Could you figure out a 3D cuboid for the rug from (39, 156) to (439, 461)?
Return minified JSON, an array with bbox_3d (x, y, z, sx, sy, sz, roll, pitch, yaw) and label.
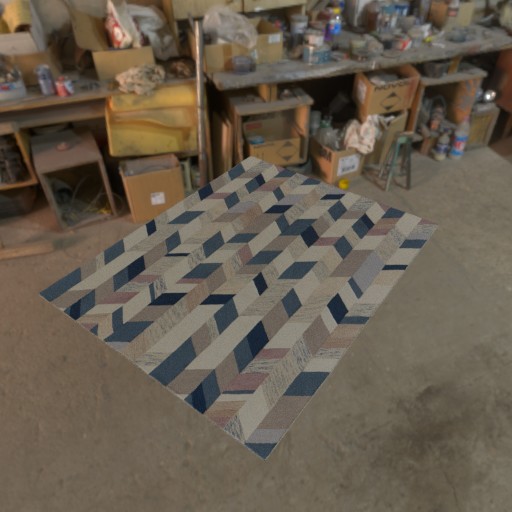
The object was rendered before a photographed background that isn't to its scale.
[{"bbox_3d":[0.000,0.000,4.230,2.451,0.011,3.072,26,47,27],"label":"rug"}]
